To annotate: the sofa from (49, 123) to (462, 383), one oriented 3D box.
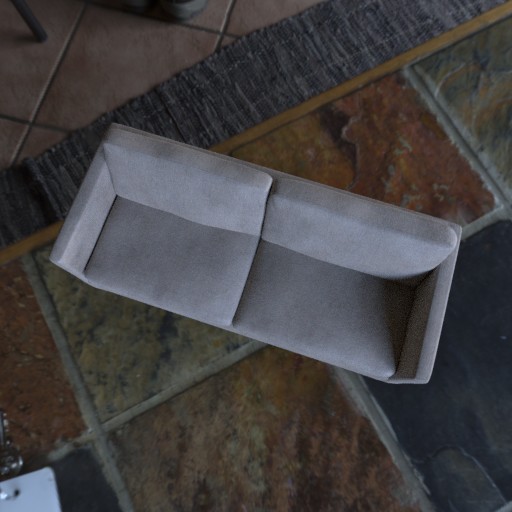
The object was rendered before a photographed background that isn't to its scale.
[{"bbox_3d":[0.000,0.000,2.764,2.208,0.965,0.951,17,75,5],"label":"sofa"}]
